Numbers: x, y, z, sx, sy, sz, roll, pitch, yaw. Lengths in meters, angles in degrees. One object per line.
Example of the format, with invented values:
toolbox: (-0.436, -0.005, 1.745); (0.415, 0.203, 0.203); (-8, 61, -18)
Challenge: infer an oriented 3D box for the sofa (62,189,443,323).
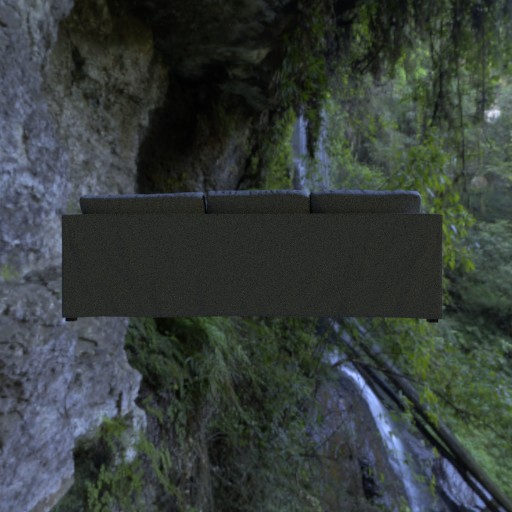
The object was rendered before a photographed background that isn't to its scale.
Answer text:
sofa: (0.000, 0.000, 4.365); (2.432, 0.871, 3.182); (0, 0, 1)
